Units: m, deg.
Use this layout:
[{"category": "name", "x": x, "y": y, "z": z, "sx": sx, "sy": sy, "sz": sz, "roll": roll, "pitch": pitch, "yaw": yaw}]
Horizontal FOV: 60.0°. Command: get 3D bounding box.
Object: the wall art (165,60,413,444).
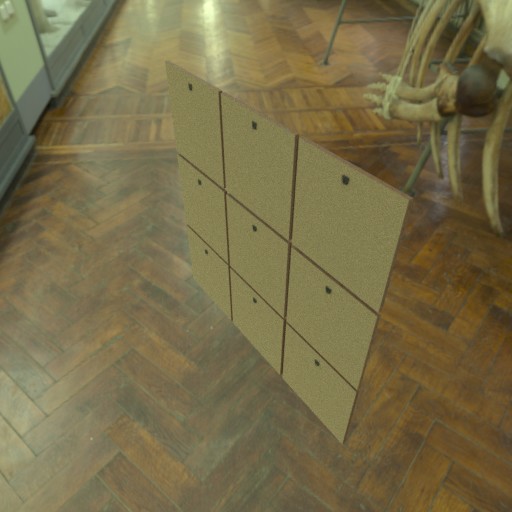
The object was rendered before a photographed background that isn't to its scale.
[{"category": "wall art", "x": 0.000, "y": 0.000, "z": 1.810, "sx": 0.024, "sy": 1.218, "sz": 1.221, "roll": -26, "pitch": 48, "yaw": -26}]
